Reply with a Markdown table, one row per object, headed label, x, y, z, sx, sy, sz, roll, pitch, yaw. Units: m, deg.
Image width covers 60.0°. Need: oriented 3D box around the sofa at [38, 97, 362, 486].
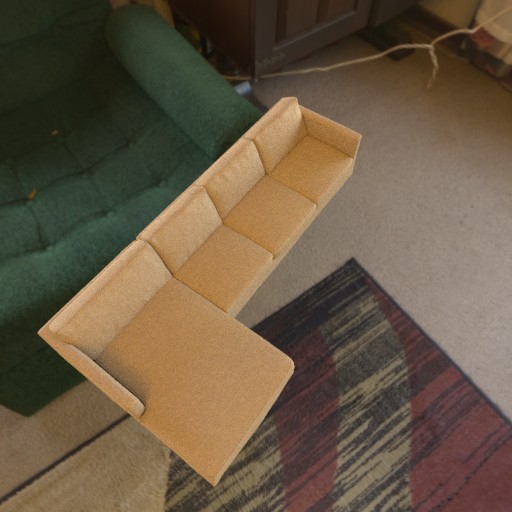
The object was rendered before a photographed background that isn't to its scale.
| label | x | y | z | sx | sy | sz | roll | pitch | yaw |
| --- | --- | --- | --- | --- | --- | --- | --- | --- | --- |
| sofa | 0.000 | 0.000 | 3.833 | 1.625 | 0.846 | 3.186 | 32 | 64 | 18 |
